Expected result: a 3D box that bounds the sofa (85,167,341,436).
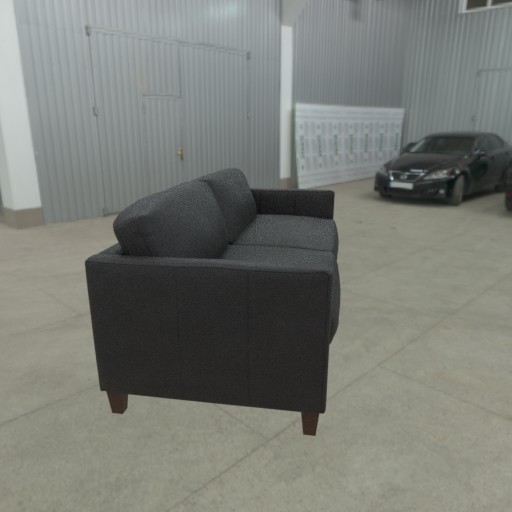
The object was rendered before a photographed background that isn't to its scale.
[{"bbox_3d":[0.000,0.000,2.502,0.933,0.863,1.971,3,17,9],"label":"sofa"}]
